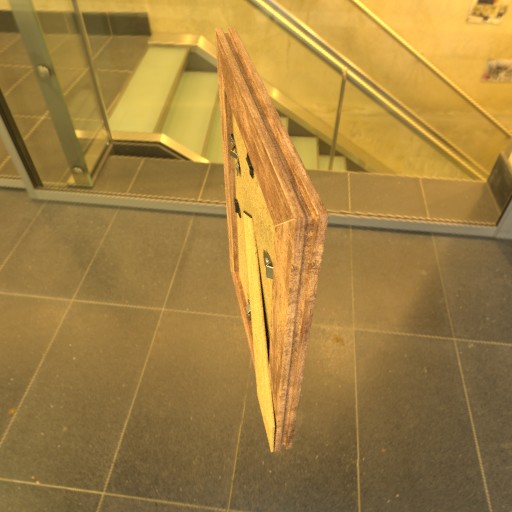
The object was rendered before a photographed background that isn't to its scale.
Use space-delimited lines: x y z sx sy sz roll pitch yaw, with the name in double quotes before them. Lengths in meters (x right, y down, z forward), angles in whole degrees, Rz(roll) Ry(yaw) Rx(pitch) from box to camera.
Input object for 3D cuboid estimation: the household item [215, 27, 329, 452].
"household item" 0.000 0.000 0.310 0.018 0.237 0.186 -9 48 -9
